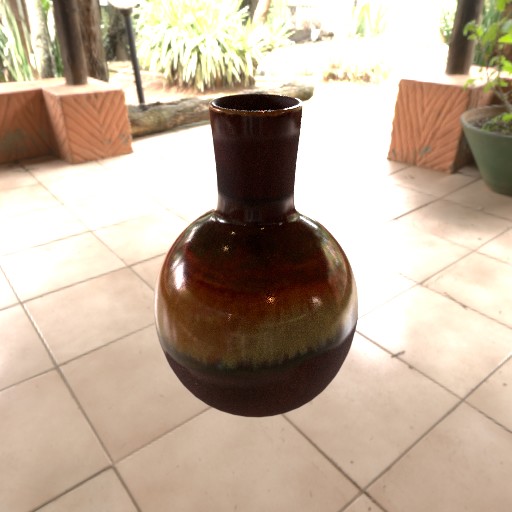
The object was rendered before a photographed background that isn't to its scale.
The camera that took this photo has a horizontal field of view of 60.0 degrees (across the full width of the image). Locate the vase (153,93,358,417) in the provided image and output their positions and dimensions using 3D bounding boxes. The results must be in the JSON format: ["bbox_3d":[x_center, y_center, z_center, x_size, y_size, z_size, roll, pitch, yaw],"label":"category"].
[{"bbox_3d":[0.000,0.000,0.231,0.111,0.154,0.111,0,30,0],"label":"vase"}]
